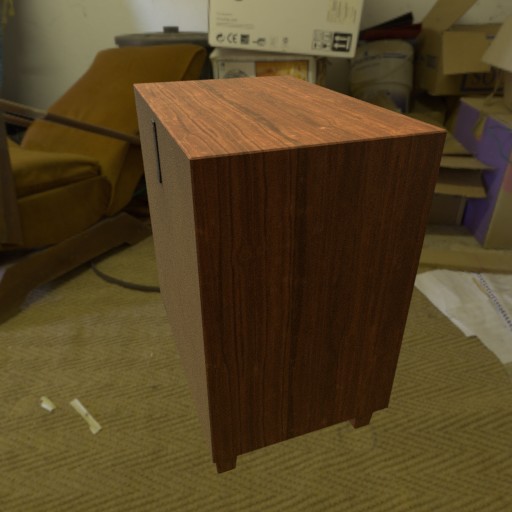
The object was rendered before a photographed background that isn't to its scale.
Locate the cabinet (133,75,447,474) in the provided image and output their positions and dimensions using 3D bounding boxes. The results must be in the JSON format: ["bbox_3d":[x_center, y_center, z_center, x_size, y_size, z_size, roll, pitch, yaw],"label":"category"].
[{"bbox_3d":[0.000,0.000,1.040,0.410,0.695,0.607,-10,32,-17],"label":"cabinet"}]
